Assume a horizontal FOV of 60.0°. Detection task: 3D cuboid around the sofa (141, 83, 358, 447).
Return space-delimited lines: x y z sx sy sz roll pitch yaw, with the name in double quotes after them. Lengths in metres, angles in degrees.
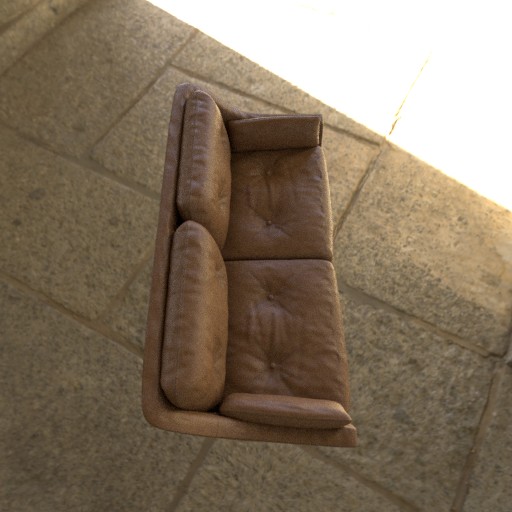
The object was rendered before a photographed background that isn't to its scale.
0.000 0.000 2.367 0.904 0.839 1.902 0 62 0 "sofa"
